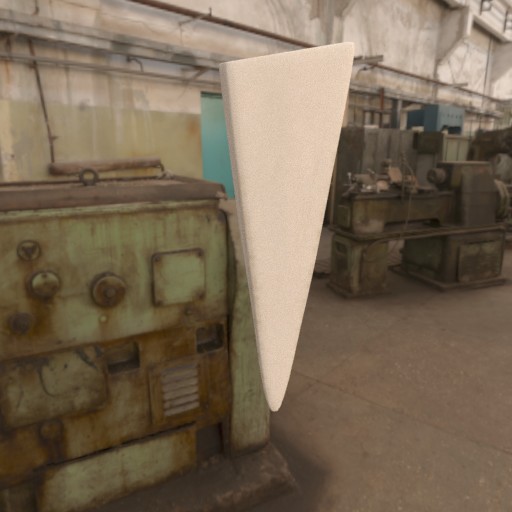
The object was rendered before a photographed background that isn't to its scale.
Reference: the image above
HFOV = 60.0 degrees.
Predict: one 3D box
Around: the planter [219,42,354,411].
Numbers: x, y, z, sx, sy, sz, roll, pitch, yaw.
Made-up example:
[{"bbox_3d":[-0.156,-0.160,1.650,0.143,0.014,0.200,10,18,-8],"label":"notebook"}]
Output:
[{"bbox_3d":[0.000,0.000,0.393,0.143,0.338,0.065,13,20,41],"label":"planter"}]
